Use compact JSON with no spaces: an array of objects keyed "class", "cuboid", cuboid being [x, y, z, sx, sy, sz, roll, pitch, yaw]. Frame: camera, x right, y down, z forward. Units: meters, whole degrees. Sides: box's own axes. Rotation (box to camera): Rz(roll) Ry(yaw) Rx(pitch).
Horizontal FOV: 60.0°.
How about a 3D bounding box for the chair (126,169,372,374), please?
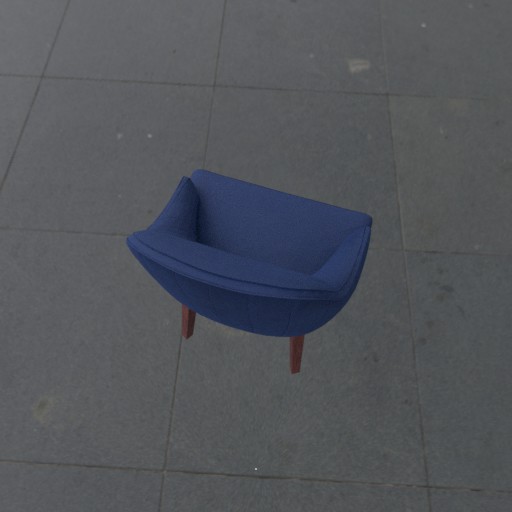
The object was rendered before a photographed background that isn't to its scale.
[{"class":"chair","cuboid":[0.000,0.000,1.334,0.643,0.889,0.575,16,65,8]}]
